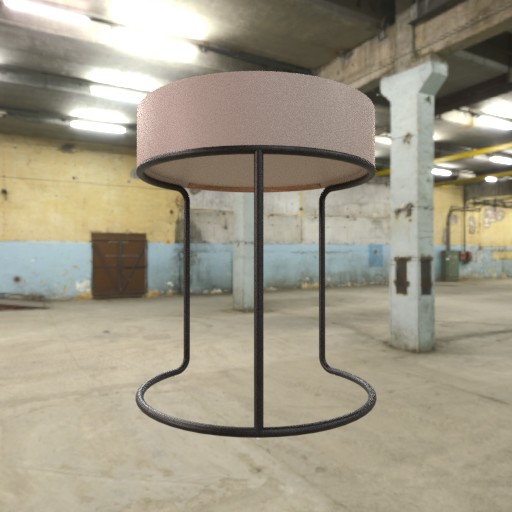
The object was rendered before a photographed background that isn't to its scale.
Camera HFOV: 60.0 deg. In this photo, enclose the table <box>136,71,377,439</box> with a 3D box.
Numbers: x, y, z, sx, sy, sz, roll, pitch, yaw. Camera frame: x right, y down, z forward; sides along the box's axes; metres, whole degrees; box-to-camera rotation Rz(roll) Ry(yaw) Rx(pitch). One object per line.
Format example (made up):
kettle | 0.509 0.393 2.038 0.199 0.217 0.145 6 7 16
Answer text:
table | 0.000 0.000 0.859 0.450 0.530 0.450 0 0 0
